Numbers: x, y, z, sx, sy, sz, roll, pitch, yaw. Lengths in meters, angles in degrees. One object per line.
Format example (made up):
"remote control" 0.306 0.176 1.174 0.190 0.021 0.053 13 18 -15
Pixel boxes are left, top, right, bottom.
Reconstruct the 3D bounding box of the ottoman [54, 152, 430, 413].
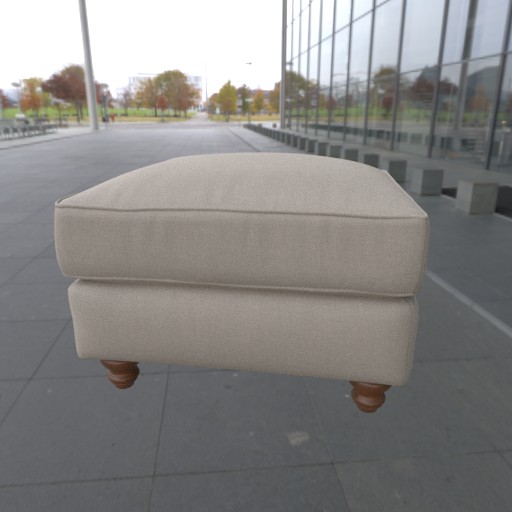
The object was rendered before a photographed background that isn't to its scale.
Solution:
"ottoman" 0.000 0.000 1.136 0.716 0.505 0.662 3 18 8
